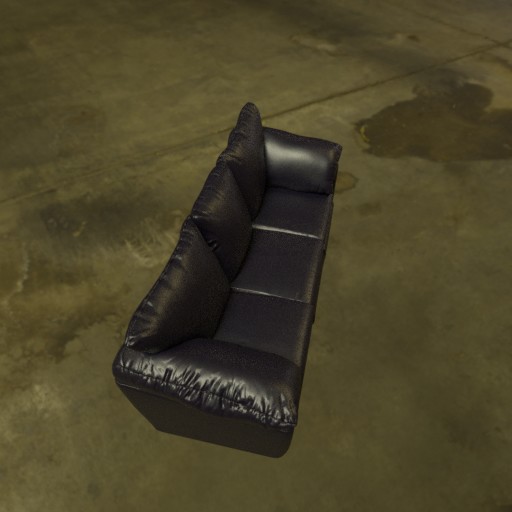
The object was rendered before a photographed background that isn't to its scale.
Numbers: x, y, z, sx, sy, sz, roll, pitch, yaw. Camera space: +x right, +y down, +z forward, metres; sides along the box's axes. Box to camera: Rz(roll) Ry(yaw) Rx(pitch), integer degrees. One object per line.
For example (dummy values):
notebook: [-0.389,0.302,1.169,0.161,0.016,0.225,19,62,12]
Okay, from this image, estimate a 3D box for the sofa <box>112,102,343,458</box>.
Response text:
sofa: [0.000,0.000,2.871,0.880,1.073,2.336,9,46,9]
